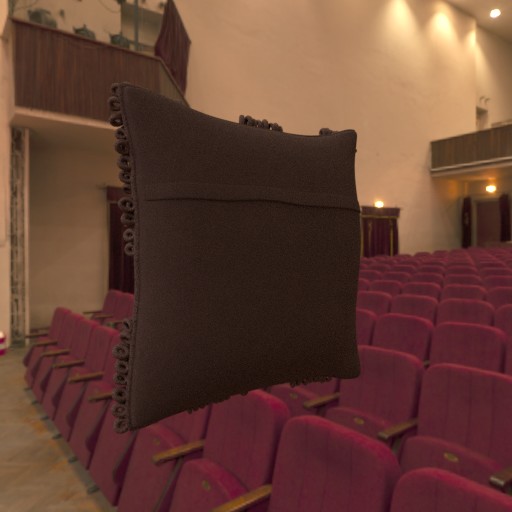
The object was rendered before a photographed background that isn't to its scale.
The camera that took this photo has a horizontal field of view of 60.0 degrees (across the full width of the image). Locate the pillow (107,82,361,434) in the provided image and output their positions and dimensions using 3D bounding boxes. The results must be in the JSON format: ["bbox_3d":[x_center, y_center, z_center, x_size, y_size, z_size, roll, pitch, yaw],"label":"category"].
[{"bbox_3d":[0.000,0.000,0.713,0.470,0.467,0.172,-1,1,-36],"label":"pillow"}]
